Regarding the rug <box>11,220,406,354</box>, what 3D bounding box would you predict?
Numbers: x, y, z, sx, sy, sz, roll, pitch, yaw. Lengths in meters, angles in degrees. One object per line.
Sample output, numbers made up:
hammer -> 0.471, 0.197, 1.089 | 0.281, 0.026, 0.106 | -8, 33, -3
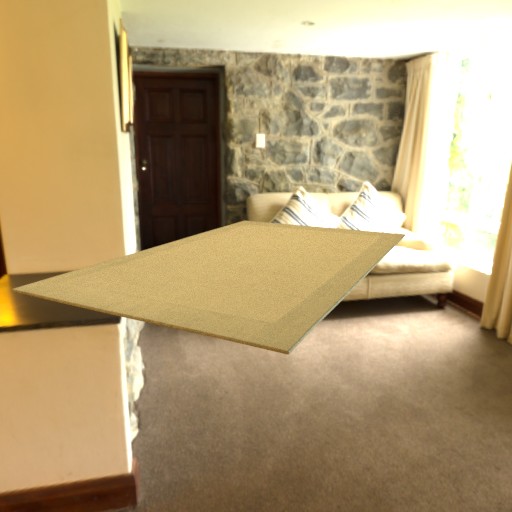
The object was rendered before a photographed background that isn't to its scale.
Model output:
rug -> 0.000, 0.000, 2.942 | 1.524, 0.014, 2.438 | 7, 15, 27
